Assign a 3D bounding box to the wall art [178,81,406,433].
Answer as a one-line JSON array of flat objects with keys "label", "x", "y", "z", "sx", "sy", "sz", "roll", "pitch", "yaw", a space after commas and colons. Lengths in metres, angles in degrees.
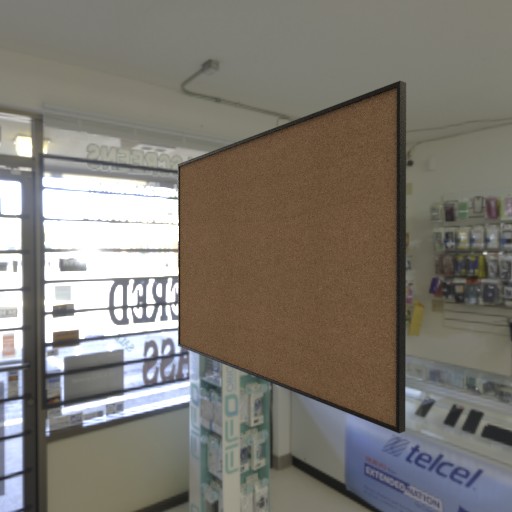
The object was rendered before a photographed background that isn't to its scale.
[{"label": "wall art", "x": 0.000, "y": 0.000, "z": 1.226, "sx": 0.019, "sy": 0.660, "sz": 0.957, "roll": 0, "pitch": 1, "yaw": -35}]
